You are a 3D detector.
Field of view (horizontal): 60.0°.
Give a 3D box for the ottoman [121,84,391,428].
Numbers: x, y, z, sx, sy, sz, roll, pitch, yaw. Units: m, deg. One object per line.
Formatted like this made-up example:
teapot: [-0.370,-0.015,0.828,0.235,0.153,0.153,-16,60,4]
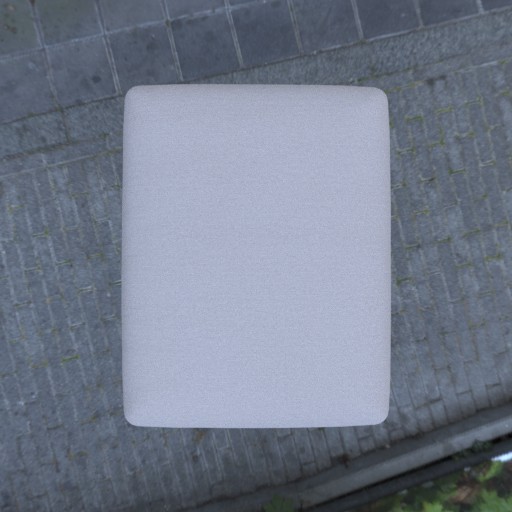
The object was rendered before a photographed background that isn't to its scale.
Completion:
ottoman: [0.000,0.000,1.127,0.606,0.420,0.771,0,89,-1]
